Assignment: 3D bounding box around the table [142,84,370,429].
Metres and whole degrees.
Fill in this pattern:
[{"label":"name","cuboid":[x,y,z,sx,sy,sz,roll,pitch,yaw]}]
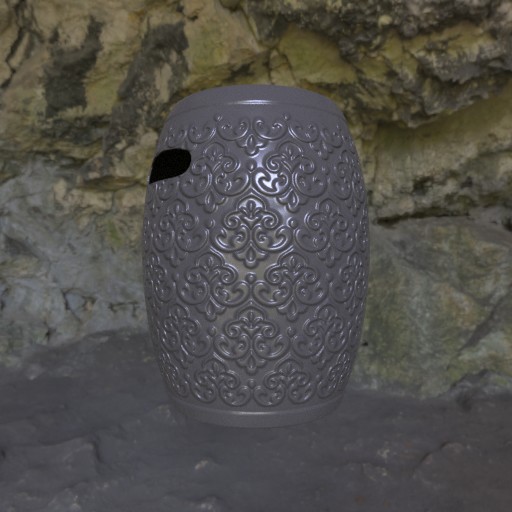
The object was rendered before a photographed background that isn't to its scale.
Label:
[{"label":"table","cuboid":[0.000,0.000,0.620,0.309,0.397,0.309,0,0,0]}]
